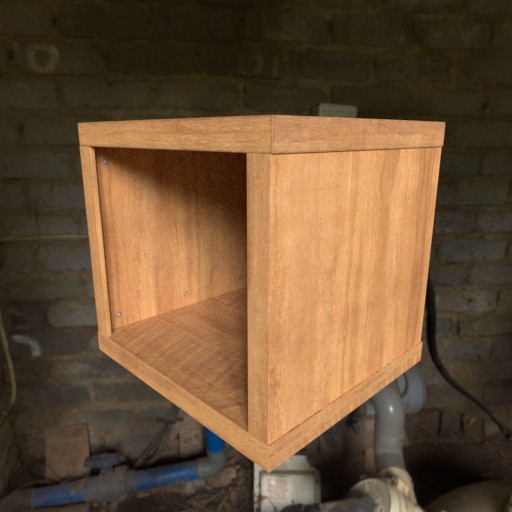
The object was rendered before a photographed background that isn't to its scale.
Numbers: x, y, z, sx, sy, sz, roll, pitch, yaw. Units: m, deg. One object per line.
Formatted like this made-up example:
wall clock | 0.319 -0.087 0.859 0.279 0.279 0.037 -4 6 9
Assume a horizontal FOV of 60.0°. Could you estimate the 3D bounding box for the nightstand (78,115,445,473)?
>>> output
nightstand | 0.000 0.000 0.850 0.436 0.491 0.493 -15 21 -42
